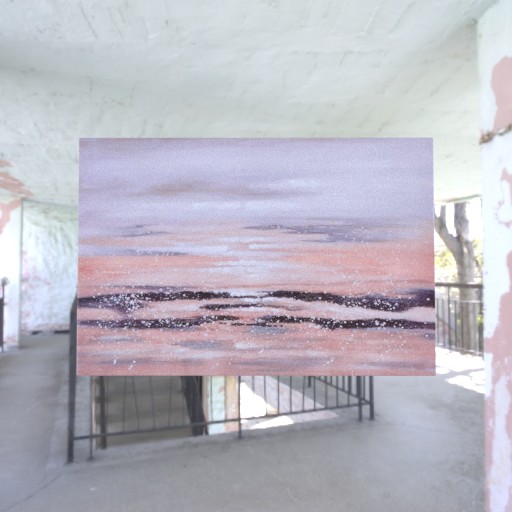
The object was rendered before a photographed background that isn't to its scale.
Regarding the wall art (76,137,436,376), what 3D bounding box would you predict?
[{"bbox_3d":[0.000,0.000,1.150,0.913,0.609,0.038,0,-2,0],"label":"wall art"}]
